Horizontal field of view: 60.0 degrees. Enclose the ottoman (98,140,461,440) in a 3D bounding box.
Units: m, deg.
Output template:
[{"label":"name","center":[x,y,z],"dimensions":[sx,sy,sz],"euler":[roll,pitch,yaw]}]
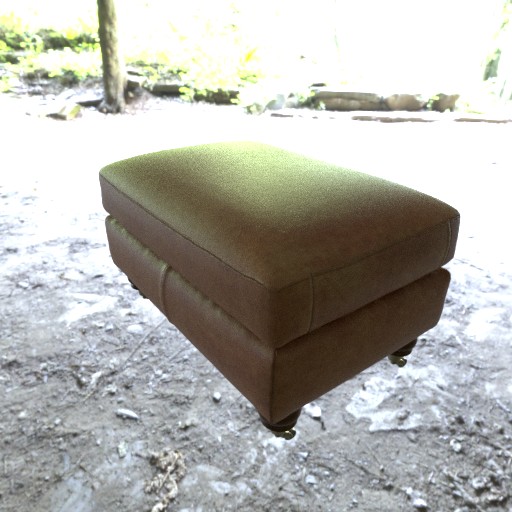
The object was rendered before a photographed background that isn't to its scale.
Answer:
[{"label":"ottoman","center":[0.000,0.000,1.199],"dimensions":[0.565,0.507,0.852],"euler":[-19,32,-32]}]
